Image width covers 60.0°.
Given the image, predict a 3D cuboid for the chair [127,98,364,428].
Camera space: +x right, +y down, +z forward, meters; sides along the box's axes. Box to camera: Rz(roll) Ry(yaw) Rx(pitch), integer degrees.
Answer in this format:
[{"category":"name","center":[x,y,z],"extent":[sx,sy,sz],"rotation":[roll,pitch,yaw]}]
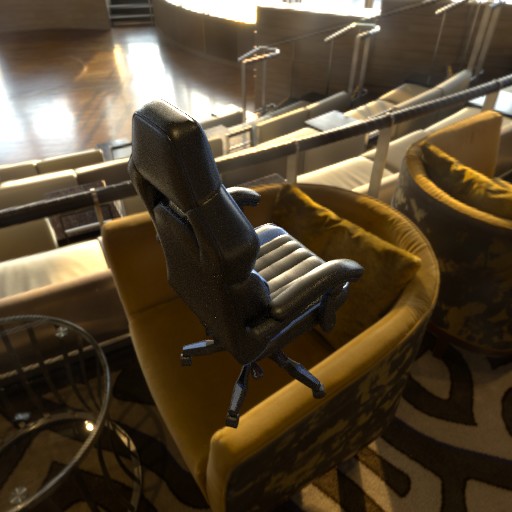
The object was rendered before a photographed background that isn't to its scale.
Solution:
[{"category":"chair","center":[0.000,0.000,1.685],"extent":[0.700,1.280,0.700],"rotation":[-26,47,-28]}]
